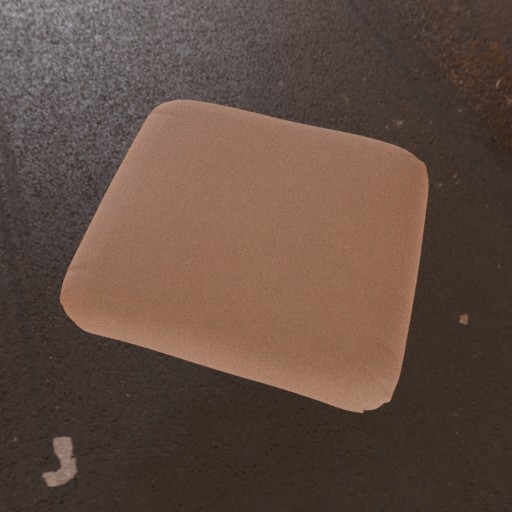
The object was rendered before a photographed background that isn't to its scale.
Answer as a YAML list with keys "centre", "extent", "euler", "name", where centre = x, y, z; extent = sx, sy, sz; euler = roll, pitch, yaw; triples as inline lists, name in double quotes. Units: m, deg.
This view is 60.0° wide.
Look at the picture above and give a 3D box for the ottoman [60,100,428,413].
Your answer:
- centre: [0.000, 0.000, 1.140]
  extent: [0.746, 0.450, 0.639]
  euler: [15, 65, 7]
  name: "ottoman"
